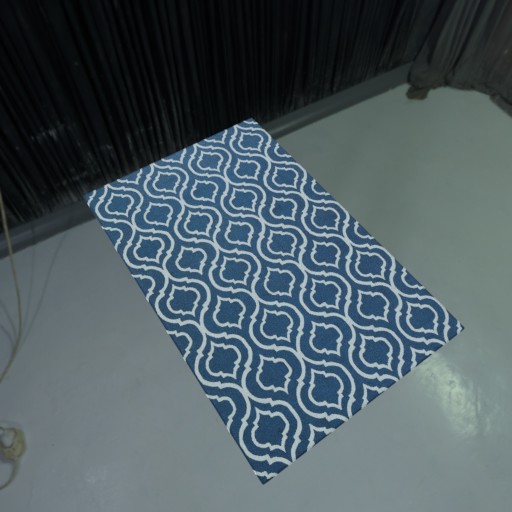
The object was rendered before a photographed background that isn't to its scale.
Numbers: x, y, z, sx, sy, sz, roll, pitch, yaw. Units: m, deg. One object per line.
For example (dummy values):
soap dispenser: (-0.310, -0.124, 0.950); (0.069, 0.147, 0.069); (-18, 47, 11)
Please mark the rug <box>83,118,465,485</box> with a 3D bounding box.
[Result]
rug: (0.000, 0.000, 2.263); (1.143, 0.010, 1.753); (-30, 62, -18)
